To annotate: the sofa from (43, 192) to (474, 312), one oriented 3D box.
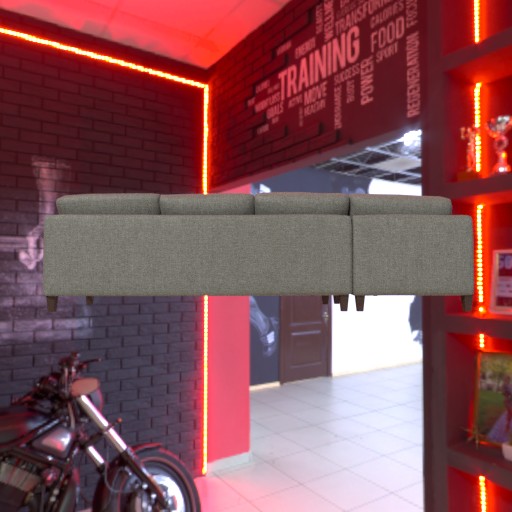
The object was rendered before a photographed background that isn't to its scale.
[{"bbox_3d":[0.000,0.000,4.601,3.302,0.947,2.593,0,-2,-1],"label":"sofa"}]
